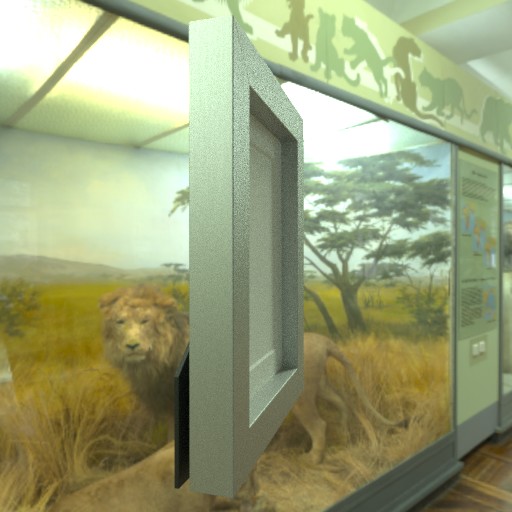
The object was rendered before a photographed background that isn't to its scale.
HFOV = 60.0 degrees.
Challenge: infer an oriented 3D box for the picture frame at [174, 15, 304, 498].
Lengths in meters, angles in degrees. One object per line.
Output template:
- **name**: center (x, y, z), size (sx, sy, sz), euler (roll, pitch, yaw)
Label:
- **picture frame**: center (0.000, 0.000, 0.269), size (0.028, 0.208, 0.157), euler (0, 1, 17)
